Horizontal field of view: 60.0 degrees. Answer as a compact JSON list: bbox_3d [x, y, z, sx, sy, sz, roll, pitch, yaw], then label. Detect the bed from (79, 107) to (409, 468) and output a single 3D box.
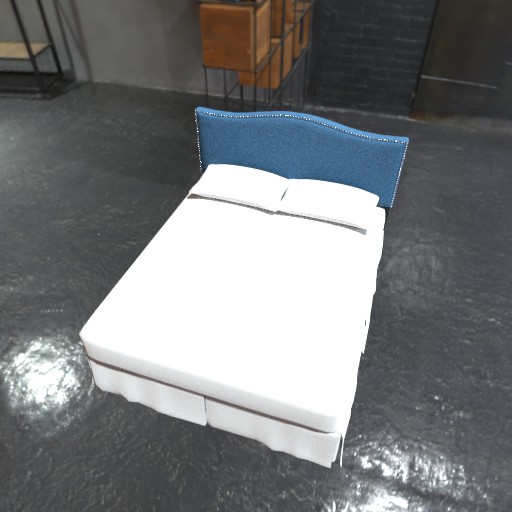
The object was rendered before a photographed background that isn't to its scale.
[{"bbox_3d":[0.000,0.000,2.892,1.610,1.169,1.872,13,44,14],"label":"bed"}]
